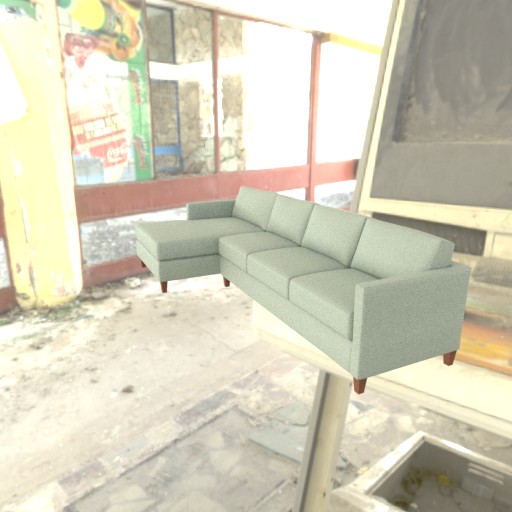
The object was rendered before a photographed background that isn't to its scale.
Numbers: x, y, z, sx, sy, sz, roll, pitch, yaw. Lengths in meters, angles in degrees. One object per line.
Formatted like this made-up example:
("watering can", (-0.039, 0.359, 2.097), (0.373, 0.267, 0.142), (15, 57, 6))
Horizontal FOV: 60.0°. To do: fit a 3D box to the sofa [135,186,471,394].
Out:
("sofa", (0.000, 0.000, 4.202), (1.600, 0.953, 3.470), (-8, 18, -25))
